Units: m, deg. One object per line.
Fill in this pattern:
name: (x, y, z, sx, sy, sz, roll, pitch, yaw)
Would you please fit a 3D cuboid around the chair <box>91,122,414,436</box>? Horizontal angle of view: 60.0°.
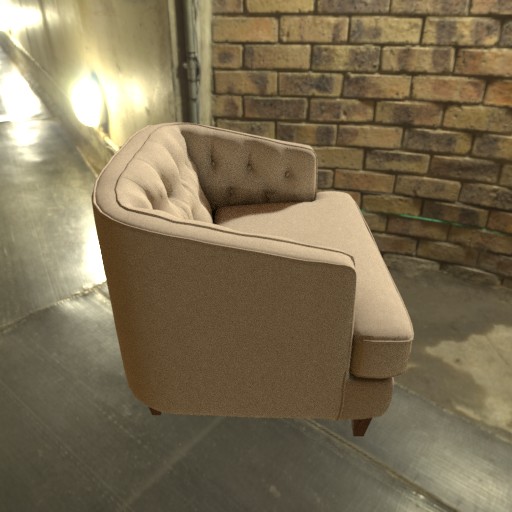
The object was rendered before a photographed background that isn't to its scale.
chair: (0.000, 0.000, 1.712, 0.941, 0.852, 1.104, 0, 30, 0)
